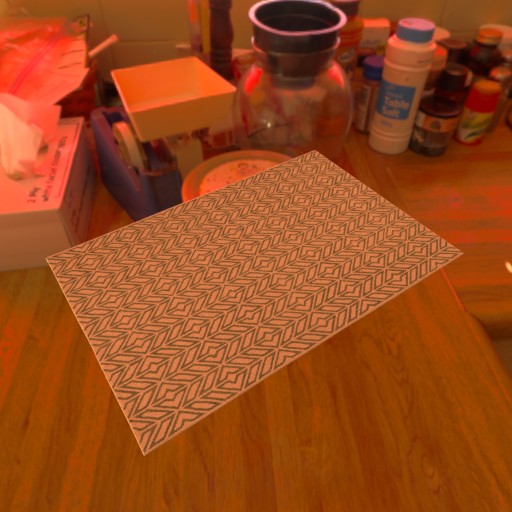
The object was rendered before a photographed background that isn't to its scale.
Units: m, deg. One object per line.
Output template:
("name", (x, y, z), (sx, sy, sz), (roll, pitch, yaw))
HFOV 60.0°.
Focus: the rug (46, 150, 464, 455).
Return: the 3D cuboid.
("rug", (0.000, 0.000, 2.328), (1.828, 0.007, 1.220), (-26, 51, -24))
